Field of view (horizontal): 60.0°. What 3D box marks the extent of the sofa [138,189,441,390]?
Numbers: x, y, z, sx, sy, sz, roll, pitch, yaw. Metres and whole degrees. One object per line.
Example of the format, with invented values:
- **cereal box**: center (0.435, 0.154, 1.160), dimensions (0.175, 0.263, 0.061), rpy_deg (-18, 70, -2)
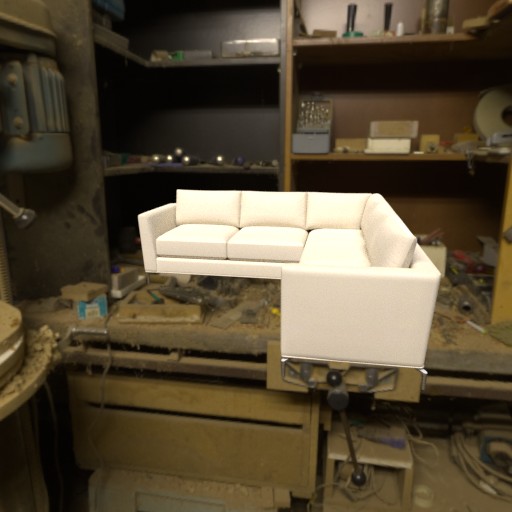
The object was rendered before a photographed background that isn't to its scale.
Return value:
- **sofa**: center (0.000, 0.000, 3.736), dimensions (2.430, 0.867, 2.448), rpy_deg (3, 15, 10)
